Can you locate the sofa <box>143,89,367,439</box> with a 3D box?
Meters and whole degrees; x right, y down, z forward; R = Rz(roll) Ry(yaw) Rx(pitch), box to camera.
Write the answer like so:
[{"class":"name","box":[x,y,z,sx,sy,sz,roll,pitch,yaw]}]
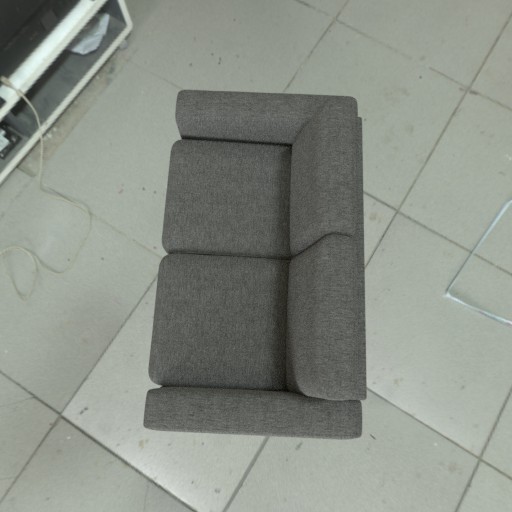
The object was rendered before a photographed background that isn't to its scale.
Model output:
[{"class":"sofa","box":[0.000,0.000,2.045,0.900,0.800,1.520,3,75,1]}]
